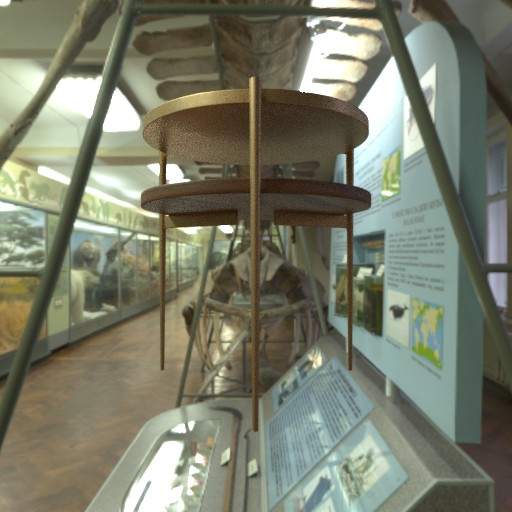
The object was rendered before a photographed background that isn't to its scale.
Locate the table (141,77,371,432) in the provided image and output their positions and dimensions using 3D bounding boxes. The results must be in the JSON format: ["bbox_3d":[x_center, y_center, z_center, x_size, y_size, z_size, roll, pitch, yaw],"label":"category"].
[{"bbox_3d":[0.000,0.000,0.840,0.430,0.493,0.456,0,-1,0],"label":"table"}]
